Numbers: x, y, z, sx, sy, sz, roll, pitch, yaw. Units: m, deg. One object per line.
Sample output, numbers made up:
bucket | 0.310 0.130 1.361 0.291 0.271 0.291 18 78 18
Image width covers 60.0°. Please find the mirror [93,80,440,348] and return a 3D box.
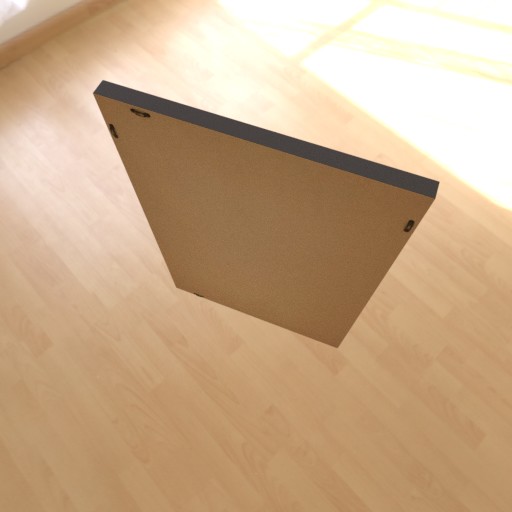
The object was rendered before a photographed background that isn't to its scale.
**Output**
mirror | 0.000 0.000 1.152 0.609 0.915 0.040 19 65 9
